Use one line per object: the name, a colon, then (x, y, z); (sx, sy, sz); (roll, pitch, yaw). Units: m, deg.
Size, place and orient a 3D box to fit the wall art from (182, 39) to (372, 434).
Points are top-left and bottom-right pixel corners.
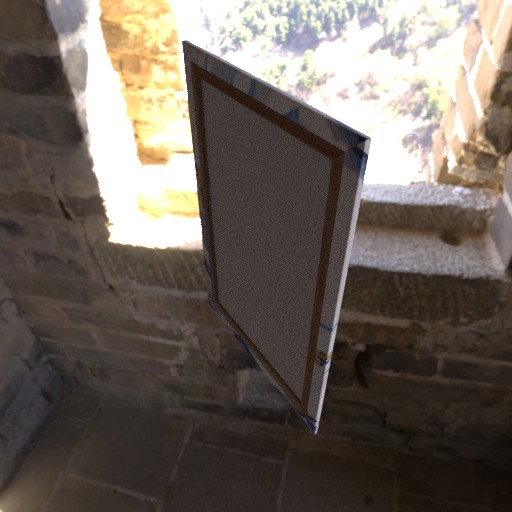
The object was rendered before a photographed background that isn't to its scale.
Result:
wall art: (0.000, 0.000, 1.156); (0.016, 0.914, 0.610); (-24, 47, -25)
